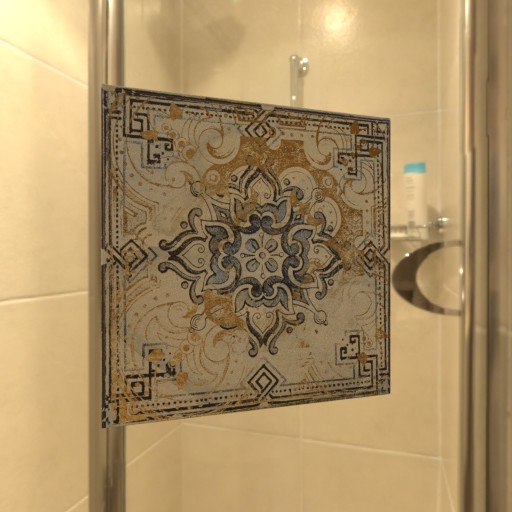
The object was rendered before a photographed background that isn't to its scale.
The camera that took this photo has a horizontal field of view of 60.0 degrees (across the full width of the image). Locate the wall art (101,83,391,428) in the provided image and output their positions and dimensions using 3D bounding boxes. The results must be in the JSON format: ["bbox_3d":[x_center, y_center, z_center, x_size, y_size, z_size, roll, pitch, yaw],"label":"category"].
[{"bbox_3d":[0.000,0.000,0.459,0.302,0.306,0.038,0,0,-19],"label":"wall art"}]
